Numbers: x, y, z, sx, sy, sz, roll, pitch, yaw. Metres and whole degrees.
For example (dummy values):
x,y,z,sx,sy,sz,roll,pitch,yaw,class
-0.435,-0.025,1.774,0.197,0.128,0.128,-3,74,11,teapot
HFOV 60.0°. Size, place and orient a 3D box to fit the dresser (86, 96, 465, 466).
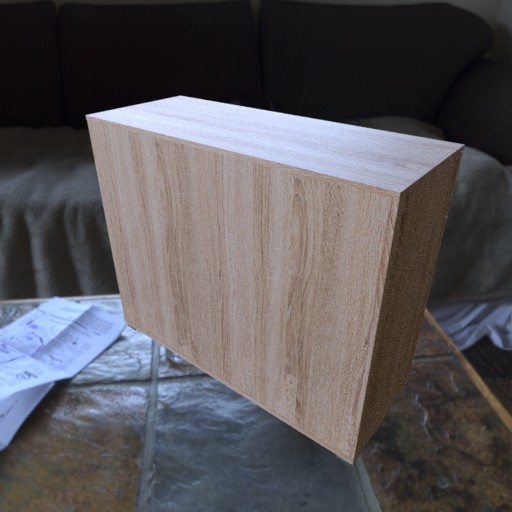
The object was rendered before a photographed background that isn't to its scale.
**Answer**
x,y,z,sx,sy,sz,roll,pitch,yaw,class
0.000,0.000,1.570,1.100,0.900,0.450,22,37,32,dresser
